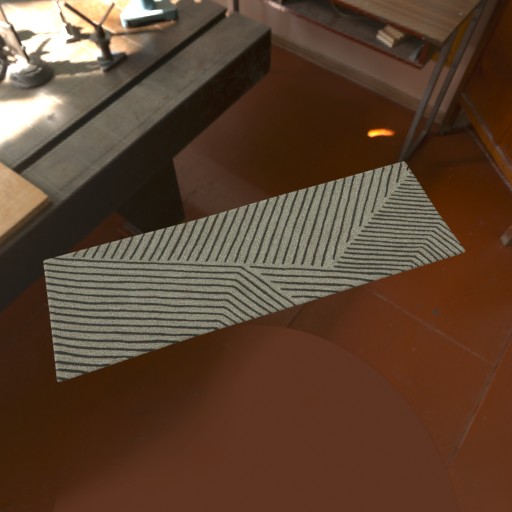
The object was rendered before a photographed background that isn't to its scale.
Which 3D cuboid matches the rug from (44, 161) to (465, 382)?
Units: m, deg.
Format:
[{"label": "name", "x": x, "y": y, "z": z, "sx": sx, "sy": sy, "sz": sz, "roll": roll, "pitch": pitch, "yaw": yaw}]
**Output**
[{"label": "rug", "x": 0.000, "y": 0.000, "z": 2.680, "sx": 2.439, "sy": 0.020, "sz": 0.773, "roll": -16, "pitch": 61, "yaw": -9}]
